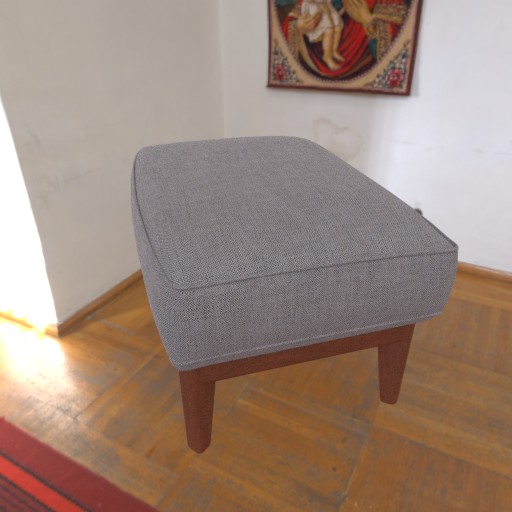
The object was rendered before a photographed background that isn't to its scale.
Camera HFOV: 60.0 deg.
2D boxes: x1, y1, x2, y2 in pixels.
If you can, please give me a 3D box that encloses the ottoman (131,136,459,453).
[{"bbox_3d":[0.000,0.000,1.089,0.555,0.458,0.750,-8,31,-14],"label":"ottoman"}]
